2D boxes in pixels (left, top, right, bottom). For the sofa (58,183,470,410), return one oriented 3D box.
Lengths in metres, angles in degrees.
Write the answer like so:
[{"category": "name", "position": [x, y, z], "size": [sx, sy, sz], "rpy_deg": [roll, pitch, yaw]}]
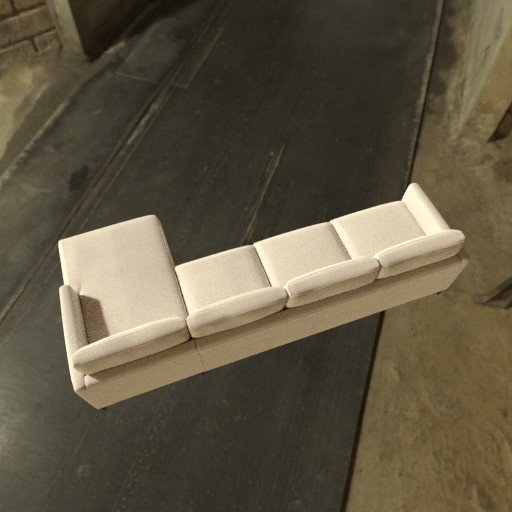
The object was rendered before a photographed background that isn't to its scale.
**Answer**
[{"category": "sofa", "position": [0.000, 0.000, 2.912], "size": [2.445, 0.677, 1.126], "rpy_deg": [-17, 60, -10]}]
